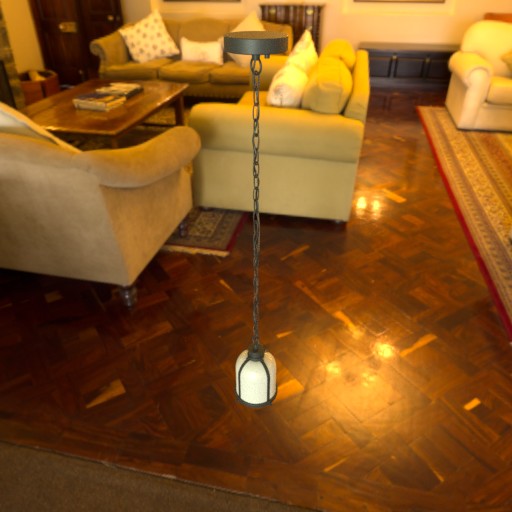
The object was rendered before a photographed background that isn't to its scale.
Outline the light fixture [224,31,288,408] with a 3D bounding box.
[{"bbox_3d":[0.000,0.000,1.313,0.178,1.181,0.178,-22,39,-30],"label":"light fixture"}]
